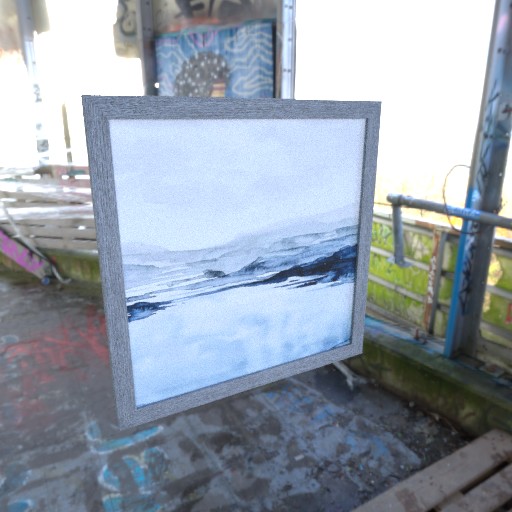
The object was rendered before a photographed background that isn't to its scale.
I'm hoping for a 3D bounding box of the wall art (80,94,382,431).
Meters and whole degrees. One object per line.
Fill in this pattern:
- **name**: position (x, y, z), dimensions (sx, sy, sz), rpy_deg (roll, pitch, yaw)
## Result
- **wall art**: position (0.000, 0.000, 1.020), dimensions (0.685, 0.685, 0.020), rpy_deg (-9, 20, -27)
